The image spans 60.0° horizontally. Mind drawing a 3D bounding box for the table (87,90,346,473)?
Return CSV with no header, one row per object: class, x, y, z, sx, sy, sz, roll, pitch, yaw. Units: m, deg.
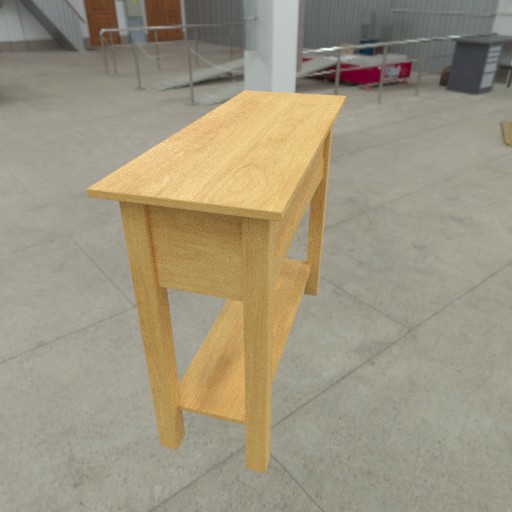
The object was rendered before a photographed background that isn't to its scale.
table,0.000,0.000,1.267,0.340,0.728,0.900,8,32,14
